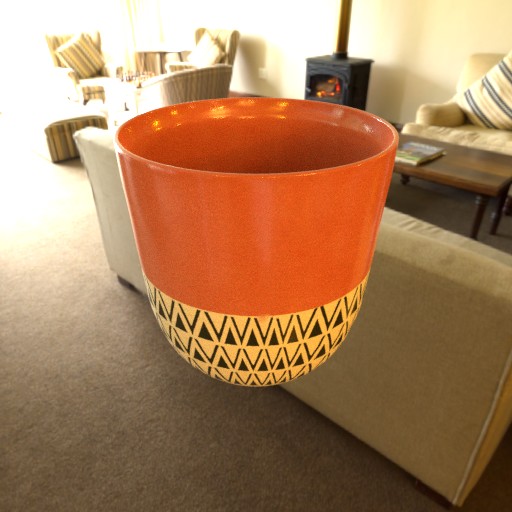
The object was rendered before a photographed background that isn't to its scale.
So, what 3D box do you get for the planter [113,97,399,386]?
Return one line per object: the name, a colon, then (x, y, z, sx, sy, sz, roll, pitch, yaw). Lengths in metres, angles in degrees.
planter: (0.000, 0.000, 0.368, 0.195, 0.214, 0.195, 0, 31, 0)
